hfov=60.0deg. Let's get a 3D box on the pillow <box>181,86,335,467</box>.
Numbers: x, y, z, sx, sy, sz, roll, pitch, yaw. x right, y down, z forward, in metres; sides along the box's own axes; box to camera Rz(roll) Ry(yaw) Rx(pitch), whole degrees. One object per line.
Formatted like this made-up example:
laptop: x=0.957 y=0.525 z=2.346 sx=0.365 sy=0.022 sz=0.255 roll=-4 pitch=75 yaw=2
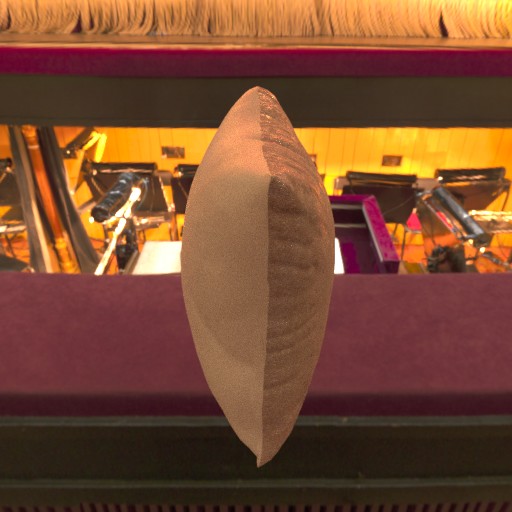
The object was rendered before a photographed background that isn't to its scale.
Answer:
pillow: x=0.000 y=0.000 z=0.720 sx=0.245 sy=0.448 sz=0.450 roll=0 pitch=31 yaw=0
